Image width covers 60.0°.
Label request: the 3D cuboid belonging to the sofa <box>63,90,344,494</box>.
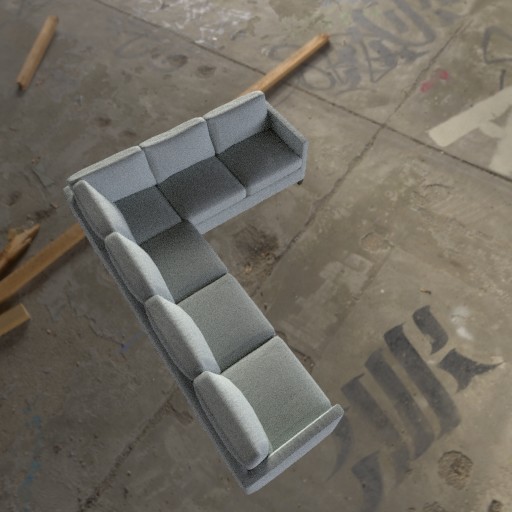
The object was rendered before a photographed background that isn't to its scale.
[{"bbox_3d":[0.000,0.000,4.330,2.522,0.934,3.333,-31,63,-18],"label":"sofa"}]
